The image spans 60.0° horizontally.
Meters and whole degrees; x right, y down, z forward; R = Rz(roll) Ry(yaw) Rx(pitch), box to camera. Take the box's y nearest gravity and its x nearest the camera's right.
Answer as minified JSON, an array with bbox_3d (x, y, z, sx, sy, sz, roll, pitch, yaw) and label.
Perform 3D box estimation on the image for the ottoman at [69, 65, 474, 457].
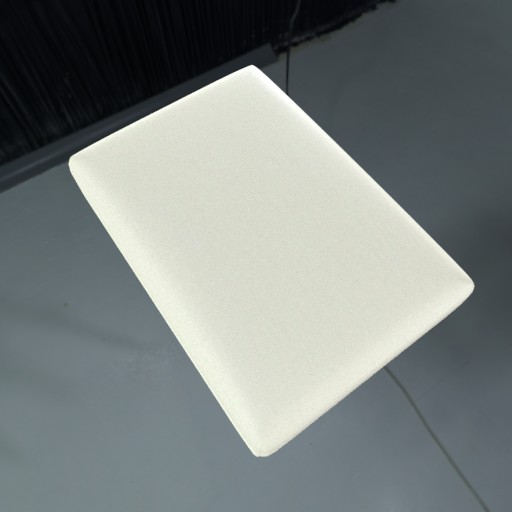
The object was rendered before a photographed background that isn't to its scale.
[{"bbox_3d":[0.000,0.000,1.190,0.581,0.497,0.835,-33,69,-15],"label":"ottoman"}]
